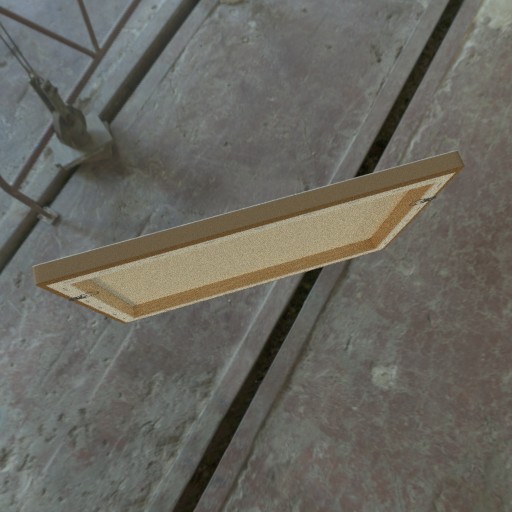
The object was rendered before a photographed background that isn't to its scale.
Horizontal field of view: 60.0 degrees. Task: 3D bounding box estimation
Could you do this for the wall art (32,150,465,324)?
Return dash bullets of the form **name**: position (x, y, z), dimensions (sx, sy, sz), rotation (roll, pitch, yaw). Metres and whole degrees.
- **wall art**: position (0.000, 0.000, 0.498), dimensions (0.380, 0.254, 0.019), rotation (-16, 75, -4)
